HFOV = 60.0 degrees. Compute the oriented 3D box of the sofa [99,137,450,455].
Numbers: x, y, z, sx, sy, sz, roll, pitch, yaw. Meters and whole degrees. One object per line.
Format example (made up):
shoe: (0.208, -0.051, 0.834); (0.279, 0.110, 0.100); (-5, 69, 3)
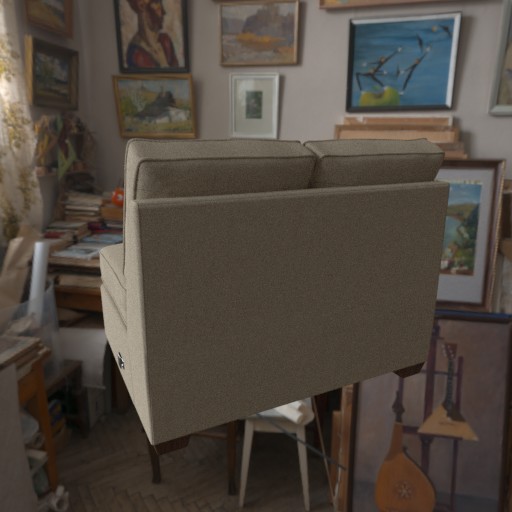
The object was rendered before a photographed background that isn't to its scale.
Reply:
sofa: (0.000, 0.000, 1.948); (1.237, 1.008, 0.951); (-8, 17, -26)
